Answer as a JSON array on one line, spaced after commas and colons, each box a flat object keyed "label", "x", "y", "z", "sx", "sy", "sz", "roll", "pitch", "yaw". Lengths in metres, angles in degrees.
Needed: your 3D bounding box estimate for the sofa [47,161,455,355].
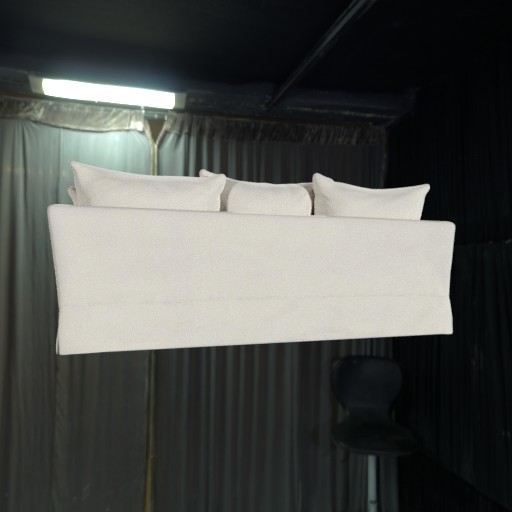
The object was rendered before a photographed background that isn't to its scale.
[{"label": "sofa", "x": 0.000, "y": 0.000, "z": 3.026, "sx": 2.499, "sy": 1.047, "sz": 1.046, "roll": 1, "pitch": -2, "yaw": -18}]
